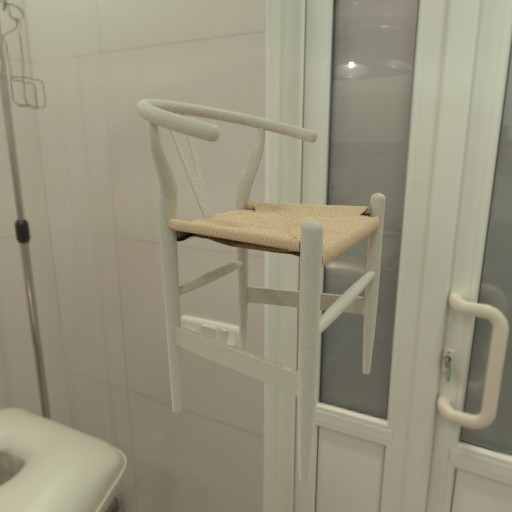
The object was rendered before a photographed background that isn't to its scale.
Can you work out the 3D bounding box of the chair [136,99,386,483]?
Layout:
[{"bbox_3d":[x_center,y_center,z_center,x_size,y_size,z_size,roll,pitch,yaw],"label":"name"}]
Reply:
[{"bbox_3d":[0.000,0.000,1.078,0.500,0.736,0.533,7,16,27],"label":"chair"}]
